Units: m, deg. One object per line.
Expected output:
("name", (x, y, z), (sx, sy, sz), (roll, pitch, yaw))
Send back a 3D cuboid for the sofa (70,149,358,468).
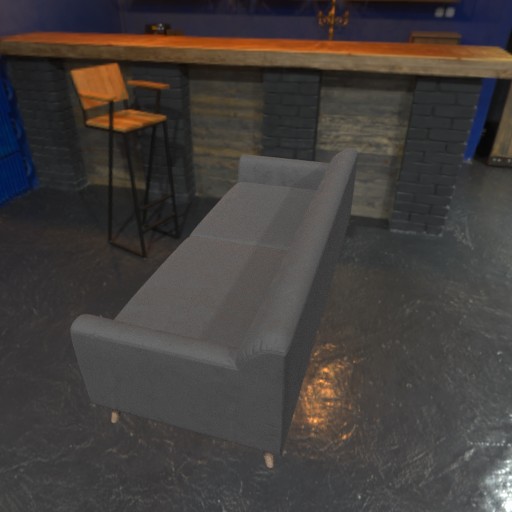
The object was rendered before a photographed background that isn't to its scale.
("sofa", (0.000, 0.000, 2.641), (0.900, 0.740, 2.190), (9, 33, 15))
